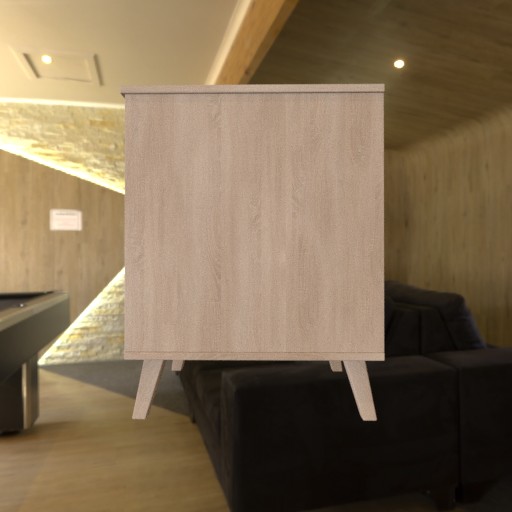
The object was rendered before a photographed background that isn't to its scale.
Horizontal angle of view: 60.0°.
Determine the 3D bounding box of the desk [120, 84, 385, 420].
[{"bbox_3d":[0.000,0.000,1.626,0.600,0.770,1.251,0,0,1],"label":"desk"}]
